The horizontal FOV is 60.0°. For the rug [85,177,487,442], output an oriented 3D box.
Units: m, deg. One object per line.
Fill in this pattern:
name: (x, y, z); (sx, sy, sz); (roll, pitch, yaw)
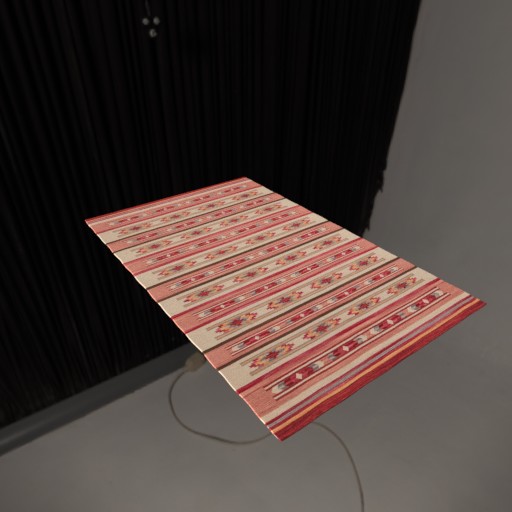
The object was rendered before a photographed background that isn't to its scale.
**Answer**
rug: (0.000, 0.000, 3.010); (1.535, 0.010, 2.431); (-21, 37, -30)
